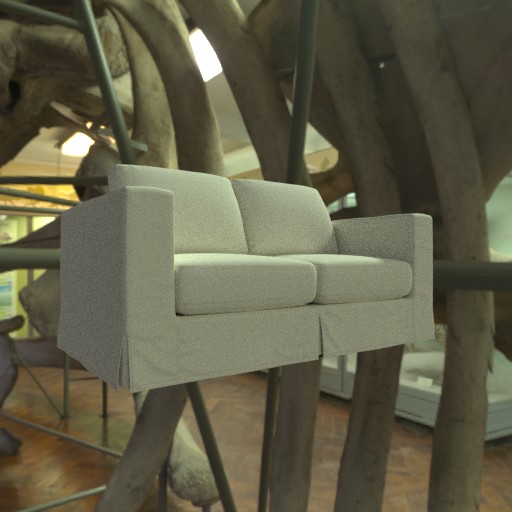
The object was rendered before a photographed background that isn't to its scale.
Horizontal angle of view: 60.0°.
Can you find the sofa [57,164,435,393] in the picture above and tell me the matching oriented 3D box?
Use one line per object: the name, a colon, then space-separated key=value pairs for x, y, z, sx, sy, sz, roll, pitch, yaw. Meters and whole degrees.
sofa: x=0.000 y=0.000 z=2.400 sx=1.813 sy=0.932 sz=1.009 roll=0 pitch=0 yaw=-35
